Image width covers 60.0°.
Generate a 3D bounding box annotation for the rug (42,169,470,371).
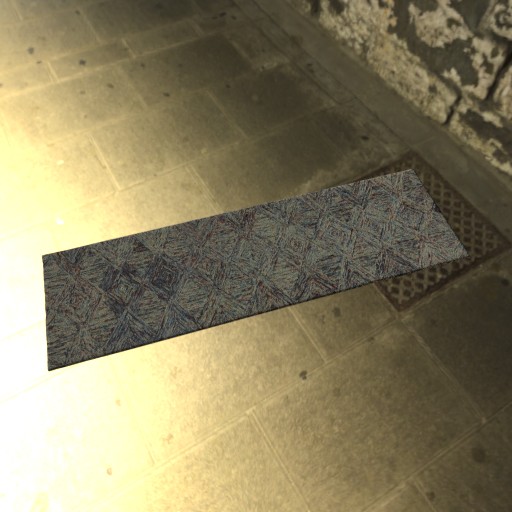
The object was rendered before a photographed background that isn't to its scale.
[{"bbox_3d":[0.000,0.000,2.470,2.292,0.015,0.688,-14,59,-9],"label":"rug"}]
